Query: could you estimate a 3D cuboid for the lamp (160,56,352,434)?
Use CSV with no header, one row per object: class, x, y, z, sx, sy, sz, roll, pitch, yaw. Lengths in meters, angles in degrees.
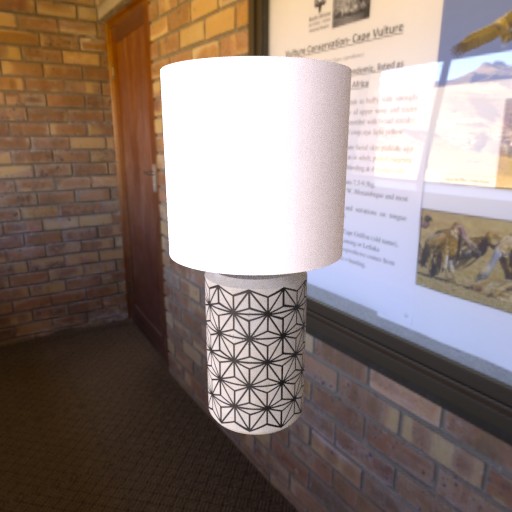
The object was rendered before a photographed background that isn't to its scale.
lamp,0.000,0.000,0.540,0.206,0.416,0.206,7,16,24
